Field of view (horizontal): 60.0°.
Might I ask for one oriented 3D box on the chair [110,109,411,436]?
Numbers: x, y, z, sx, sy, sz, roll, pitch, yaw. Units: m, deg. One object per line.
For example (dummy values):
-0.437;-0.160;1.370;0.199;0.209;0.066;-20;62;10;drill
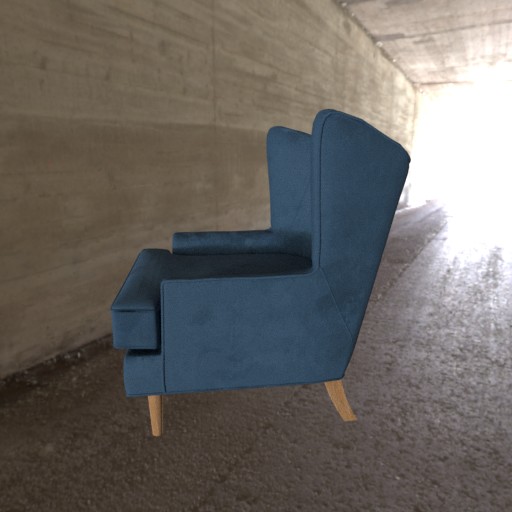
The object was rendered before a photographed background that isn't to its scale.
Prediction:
0.000;0.000;1.606;0.910;0.952;0.793;-2;13;-8;chair
